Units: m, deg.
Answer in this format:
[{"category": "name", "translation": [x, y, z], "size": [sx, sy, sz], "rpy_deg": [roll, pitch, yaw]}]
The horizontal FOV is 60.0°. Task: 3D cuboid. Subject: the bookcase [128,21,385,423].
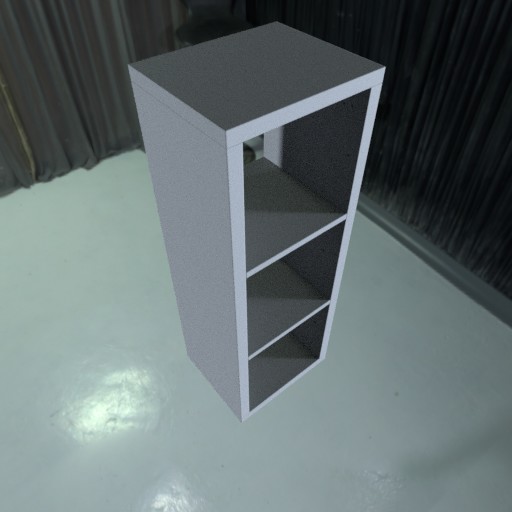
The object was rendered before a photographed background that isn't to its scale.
[{"category": "bookcase", "translation": [0.000, 0.000, 1.263], "size": [0.390, 1.080, 0.330], "rpy_deg": [-30, 53, -26]}]
